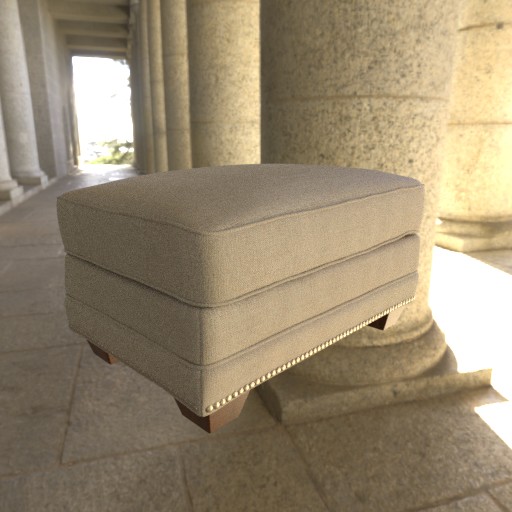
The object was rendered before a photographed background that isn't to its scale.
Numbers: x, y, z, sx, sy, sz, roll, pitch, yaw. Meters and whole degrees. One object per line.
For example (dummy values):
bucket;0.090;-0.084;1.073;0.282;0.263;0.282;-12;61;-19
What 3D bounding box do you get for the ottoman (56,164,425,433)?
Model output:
ottoman;0.000;0.000;1.145;0.559;0.458;0.813;14;20;43
